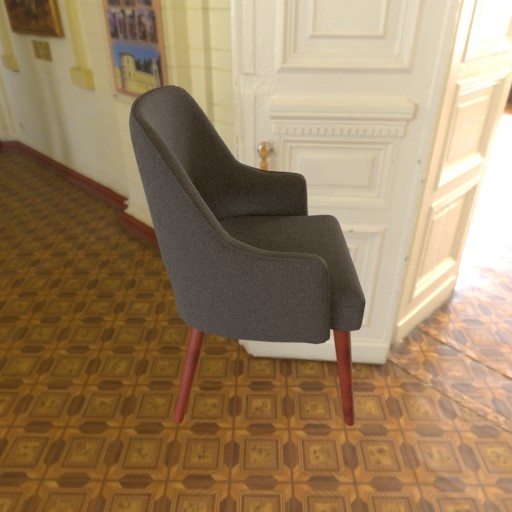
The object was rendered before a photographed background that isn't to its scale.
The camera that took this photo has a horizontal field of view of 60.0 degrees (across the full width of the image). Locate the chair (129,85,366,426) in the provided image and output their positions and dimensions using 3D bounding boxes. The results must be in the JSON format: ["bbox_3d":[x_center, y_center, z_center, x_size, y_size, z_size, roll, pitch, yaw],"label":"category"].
[{"bbox_3d":[0.000,0.000,1.221,0.560,0.838,0.559,0,31,0],"label":"chair"}]
